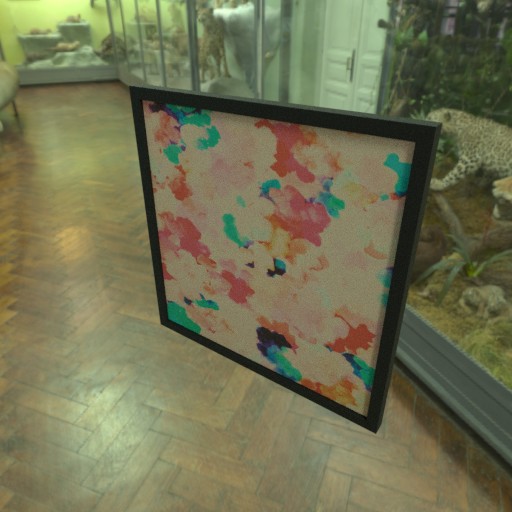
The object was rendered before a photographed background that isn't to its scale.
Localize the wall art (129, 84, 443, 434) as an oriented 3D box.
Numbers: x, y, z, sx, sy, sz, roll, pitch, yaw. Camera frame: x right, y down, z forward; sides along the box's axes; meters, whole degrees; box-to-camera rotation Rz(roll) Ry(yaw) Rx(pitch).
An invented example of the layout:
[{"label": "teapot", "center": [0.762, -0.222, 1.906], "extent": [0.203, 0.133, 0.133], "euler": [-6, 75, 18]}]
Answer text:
[{"label": "wall art", "center": [0.000, 0.000, 0.453], "extent": [0.306, 0.304, 0.015], "euler": [19, 35, 30]}]
